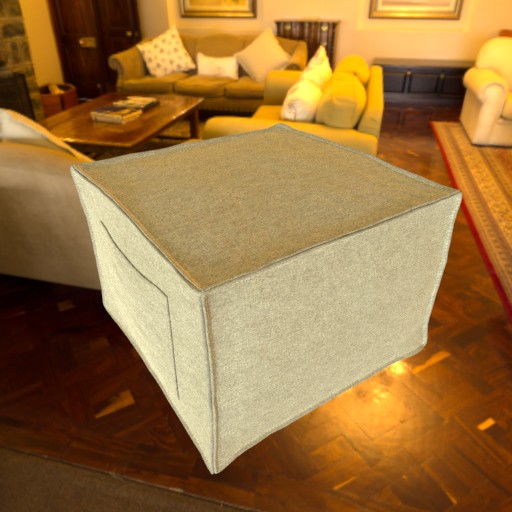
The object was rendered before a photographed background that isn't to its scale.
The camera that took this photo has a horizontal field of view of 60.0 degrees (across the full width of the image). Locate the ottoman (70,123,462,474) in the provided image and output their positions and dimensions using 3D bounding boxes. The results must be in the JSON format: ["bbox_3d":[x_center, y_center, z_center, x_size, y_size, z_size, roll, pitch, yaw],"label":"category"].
[{"bbox_3d":[0.000,0.000,1.158,0.696,0.470,0.707,-20,37,-29],"label":"ottoman"}]
